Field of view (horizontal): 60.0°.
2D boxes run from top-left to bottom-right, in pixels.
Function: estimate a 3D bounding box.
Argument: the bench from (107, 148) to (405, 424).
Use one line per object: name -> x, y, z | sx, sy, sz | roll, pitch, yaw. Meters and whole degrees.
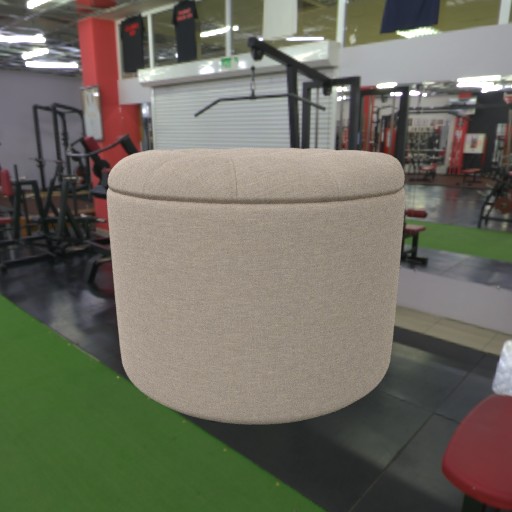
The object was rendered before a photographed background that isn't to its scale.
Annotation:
bench -> 0.000, 0.000, 0.971 | 0.600, 0.454, 0.600 | 0, 15, 0
